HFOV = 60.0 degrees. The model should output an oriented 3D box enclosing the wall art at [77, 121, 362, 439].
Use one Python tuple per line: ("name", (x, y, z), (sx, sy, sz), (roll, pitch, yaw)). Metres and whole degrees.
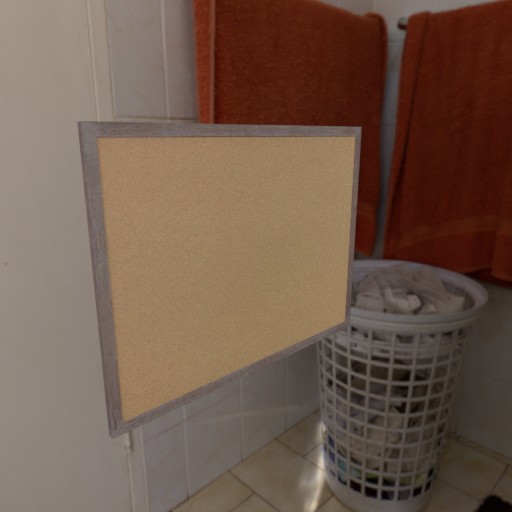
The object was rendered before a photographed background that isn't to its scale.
("wall art", (0.000, 0.000, 1.364), (1.012, 0.774, 0.019), (-14, 20, -41))
